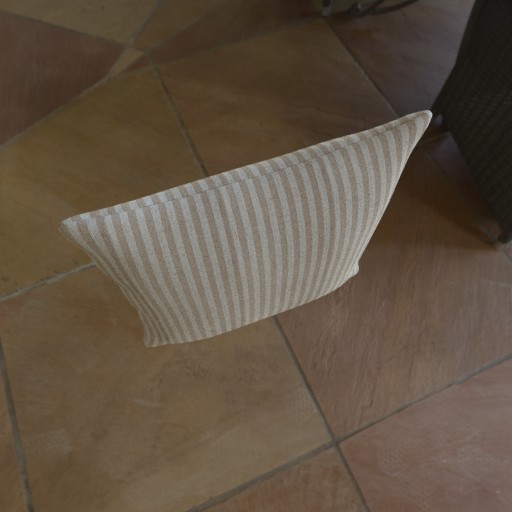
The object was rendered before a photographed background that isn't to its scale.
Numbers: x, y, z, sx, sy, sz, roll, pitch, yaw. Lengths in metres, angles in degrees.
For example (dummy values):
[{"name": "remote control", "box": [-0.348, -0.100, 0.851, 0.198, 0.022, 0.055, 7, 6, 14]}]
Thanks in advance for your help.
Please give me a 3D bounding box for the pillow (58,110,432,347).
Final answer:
[{"name": "pillow", "box": [0.000, 0.000, 0.796, 0.523, 0.510, 0.166, -19, 65, -9]}]
